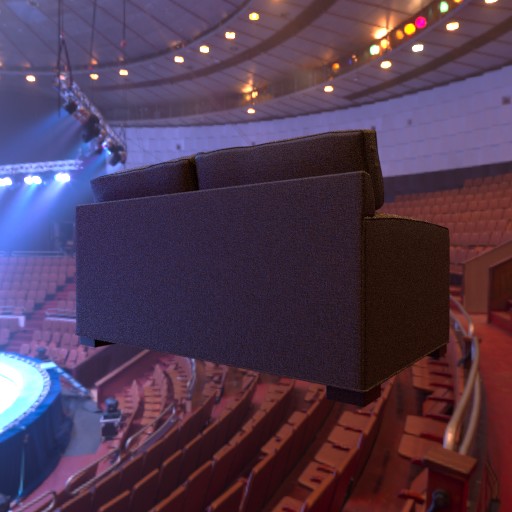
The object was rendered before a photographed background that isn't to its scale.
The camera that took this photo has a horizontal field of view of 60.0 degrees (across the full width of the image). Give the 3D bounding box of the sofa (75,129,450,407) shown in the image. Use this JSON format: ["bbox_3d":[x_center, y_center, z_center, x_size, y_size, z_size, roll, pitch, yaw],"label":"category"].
[{"bbox_3d":[0.000,0.000,2.129,1.534,0.887,0.974,0,0,37],"label":"sofa"}]
